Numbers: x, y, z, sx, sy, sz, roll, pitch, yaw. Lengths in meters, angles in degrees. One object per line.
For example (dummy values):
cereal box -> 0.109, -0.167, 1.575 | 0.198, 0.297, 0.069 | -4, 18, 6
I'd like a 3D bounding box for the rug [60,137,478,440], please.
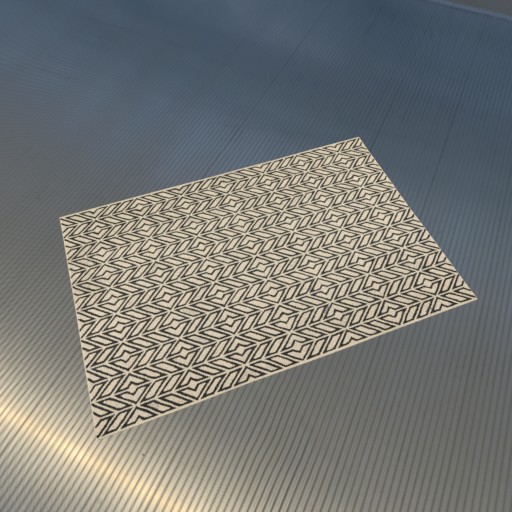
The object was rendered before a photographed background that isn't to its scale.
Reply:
rug -> 0.000, 0.000, 2.276 | 1.828, 0.007, 1.220 | -17, 58, -11
